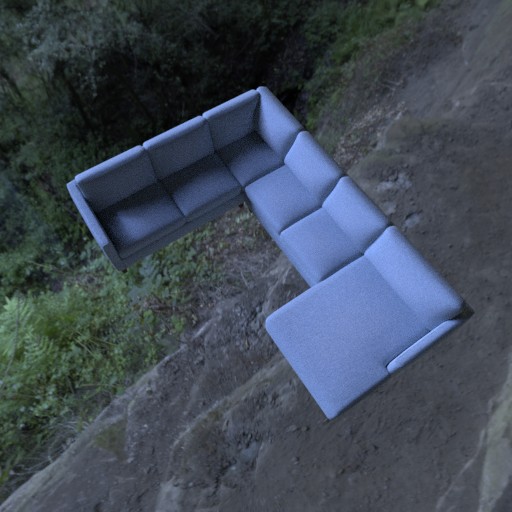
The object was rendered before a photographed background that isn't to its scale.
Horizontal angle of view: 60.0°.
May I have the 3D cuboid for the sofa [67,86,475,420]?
[{"bbox_3d":[0.000,0.000,4.509,2.551,0.889,3.403,-31,68,-14],"label":"sofa"}]
